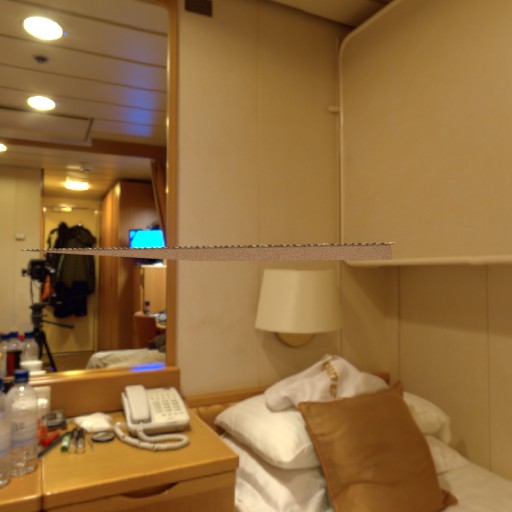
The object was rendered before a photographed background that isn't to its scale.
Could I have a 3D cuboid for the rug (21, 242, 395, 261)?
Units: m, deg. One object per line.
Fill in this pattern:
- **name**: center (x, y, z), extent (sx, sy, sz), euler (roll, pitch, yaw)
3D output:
- **rug**: center (0.000, 0.000, 4.074), extent (2.444, 0.013, 3.043), euler (-1, -2, 17)
